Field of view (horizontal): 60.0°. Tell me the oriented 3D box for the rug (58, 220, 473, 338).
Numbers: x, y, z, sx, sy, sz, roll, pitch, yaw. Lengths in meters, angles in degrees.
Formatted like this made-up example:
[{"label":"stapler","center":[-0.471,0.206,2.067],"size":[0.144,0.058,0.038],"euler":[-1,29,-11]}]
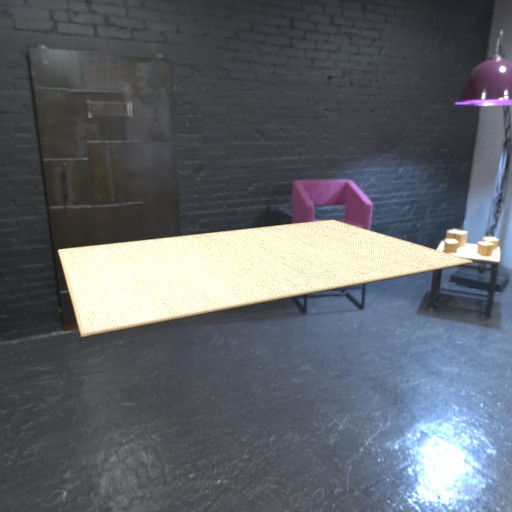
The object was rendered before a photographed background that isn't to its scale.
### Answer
[{"label":"rug","center":[0.000,0.000,2.095],"size":[1.667,0.013,1.062],"euler":[-8,18,-26]}]
